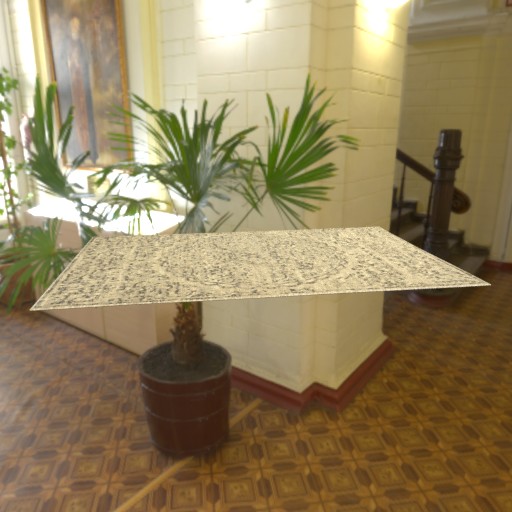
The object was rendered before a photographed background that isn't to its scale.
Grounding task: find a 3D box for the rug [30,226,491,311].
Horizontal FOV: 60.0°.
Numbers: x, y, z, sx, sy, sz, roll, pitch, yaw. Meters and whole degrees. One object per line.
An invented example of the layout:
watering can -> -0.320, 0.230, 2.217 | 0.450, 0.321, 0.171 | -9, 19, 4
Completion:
rug -> 0.000, 0.000, 3.046 | 2.447, 0.021, 1.527 | -2, 16, -8
